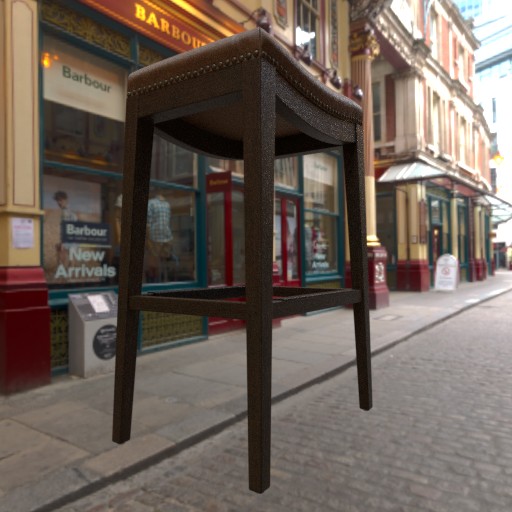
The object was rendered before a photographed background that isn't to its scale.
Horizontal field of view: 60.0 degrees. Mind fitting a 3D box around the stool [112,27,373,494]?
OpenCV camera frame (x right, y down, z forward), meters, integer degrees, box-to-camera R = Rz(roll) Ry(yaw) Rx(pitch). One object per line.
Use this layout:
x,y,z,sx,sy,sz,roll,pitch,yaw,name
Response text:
0.000,0.000,1.001,0.361,0.759,0.500,-1,-1,34,stool
